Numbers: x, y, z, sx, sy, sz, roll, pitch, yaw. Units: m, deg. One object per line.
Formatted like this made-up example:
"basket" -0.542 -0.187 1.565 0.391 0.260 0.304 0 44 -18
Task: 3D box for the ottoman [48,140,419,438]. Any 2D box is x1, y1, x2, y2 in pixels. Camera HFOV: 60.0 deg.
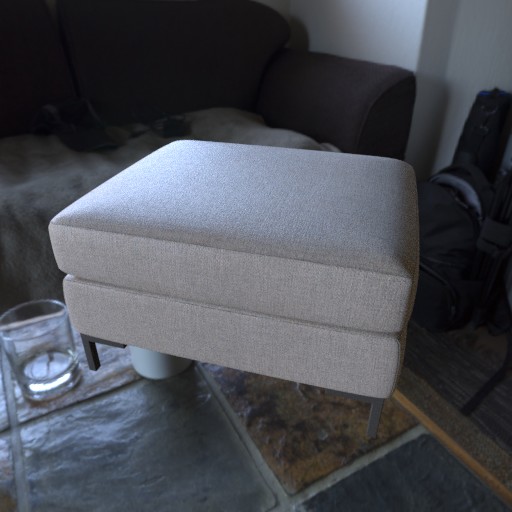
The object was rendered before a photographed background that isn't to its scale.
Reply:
"ottoman" 0.000 0.000 1.245 0.820 0.490 0.671 9 32 14
